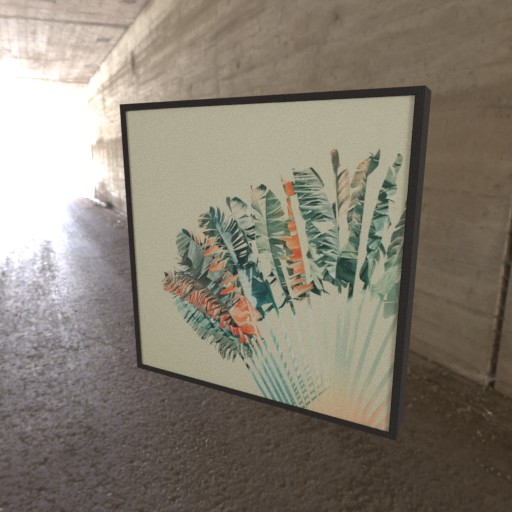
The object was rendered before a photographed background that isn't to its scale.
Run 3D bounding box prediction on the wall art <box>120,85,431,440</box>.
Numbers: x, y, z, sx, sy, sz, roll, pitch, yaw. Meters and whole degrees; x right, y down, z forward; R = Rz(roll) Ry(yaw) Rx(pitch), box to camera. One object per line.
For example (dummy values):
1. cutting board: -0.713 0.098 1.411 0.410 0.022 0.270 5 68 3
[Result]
1. wall art: 0.000 0.000 0.446 0.302 0.300 0.036 7 15 26
